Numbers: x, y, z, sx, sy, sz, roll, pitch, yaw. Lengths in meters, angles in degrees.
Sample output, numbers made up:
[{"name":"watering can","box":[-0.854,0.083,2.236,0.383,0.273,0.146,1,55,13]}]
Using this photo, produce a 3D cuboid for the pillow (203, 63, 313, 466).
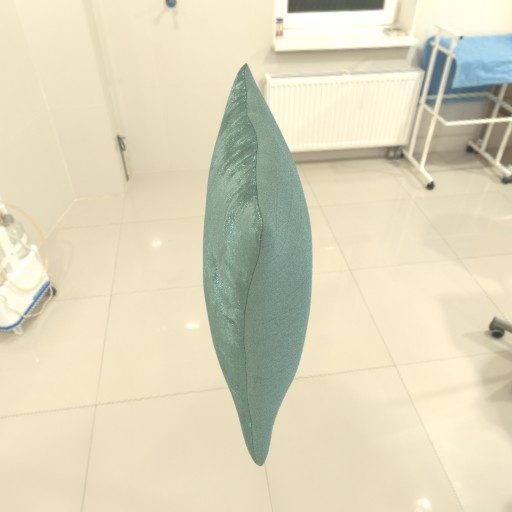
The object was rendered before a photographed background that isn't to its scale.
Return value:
[{"name":"pillow","box":[0.000,0.000,0.719,0.175,0.464,0.470,-1,40,-1]}]
